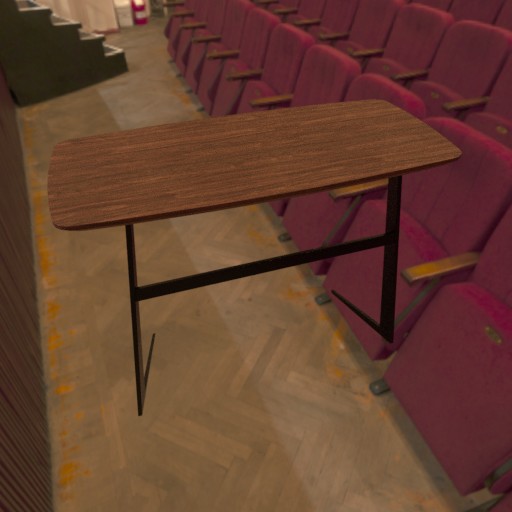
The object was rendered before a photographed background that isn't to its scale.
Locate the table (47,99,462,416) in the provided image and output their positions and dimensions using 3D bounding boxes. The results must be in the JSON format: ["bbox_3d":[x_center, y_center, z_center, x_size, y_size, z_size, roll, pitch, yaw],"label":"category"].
[{"bbox_3d":[0.000,0.000,1.092,0.804,0.576,0.361,-12,41,-14],"label":"table"}]
